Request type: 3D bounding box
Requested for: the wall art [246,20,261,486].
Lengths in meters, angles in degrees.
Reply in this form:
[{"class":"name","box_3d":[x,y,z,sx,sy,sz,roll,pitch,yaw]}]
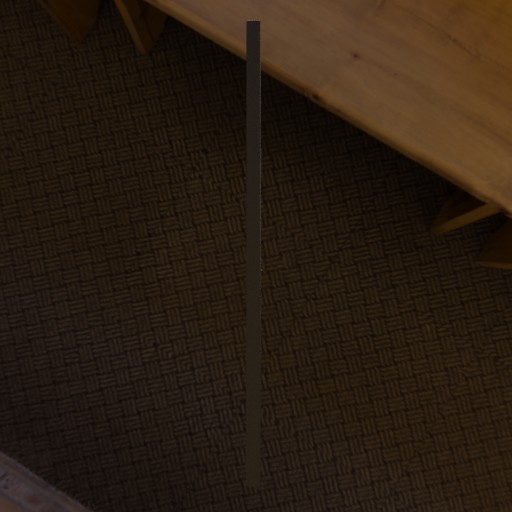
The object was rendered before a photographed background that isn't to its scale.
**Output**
[{"class":"wall art","box_3d":[0.000,0.000,0.529,0.012,0.332,0.383,0,88,1]}]
